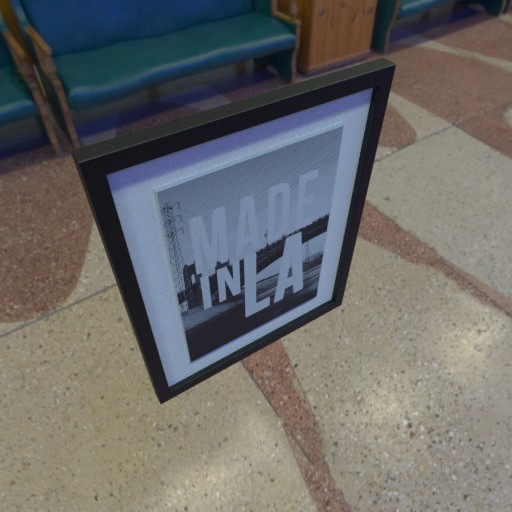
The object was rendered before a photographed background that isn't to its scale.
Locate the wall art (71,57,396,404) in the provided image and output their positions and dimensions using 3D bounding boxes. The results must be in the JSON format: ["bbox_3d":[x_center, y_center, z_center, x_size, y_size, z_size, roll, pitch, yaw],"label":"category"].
[{"bbox_3d":[0.000,0.000,0.756,0.457,0.559,0.028,-25,51,-22],"label":"wall art"}]
